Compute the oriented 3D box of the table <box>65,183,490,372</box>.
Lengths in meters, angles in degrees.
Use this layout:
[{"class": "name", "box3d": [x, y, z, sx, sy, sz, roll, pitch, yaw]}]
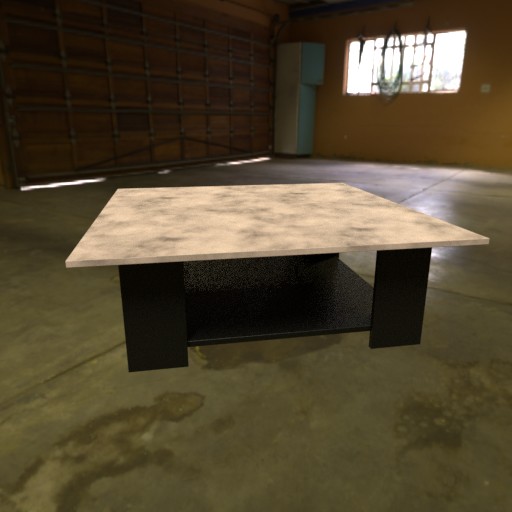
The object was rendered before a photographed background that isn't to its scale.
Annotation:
[{"class": "table", "box3d": [0.000, 0.000, 1.369, 0.890, 0.305, 0.890, -3, 18, -10]}]
